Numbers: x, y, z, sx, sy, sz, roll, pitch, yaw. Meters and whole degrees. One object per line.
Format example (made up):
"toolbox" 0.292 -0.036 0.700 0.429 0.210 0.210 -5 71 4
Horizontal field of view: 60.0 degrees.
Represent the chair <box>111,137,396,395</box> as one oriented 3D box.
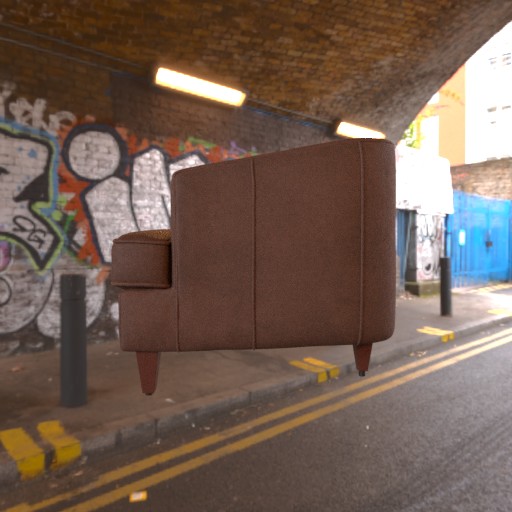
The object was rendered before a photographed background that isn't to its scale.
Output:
"chair" 0.000 0.000 1.777 0.914 0.787 1.118 0 1 -2
